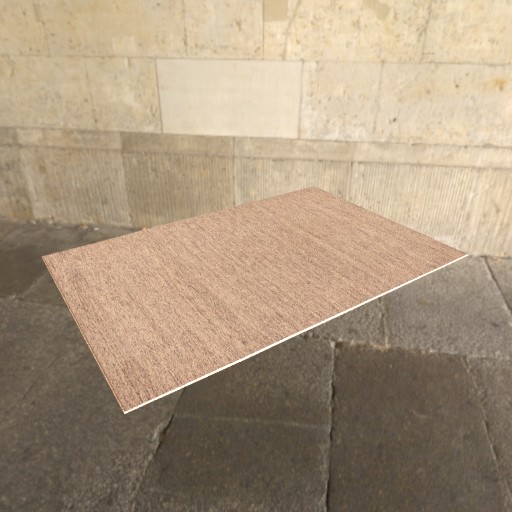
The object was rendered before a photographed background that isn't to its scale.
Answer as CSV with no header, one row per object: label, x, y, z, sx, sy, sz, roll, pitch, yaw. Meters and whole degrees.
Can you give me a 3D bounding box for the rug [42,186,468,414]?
rug,0.000,0.000,2.299,1.840,0.013,1.225,-18,34,-29
